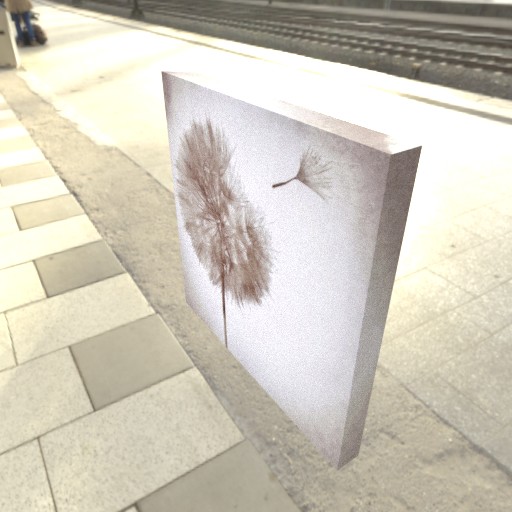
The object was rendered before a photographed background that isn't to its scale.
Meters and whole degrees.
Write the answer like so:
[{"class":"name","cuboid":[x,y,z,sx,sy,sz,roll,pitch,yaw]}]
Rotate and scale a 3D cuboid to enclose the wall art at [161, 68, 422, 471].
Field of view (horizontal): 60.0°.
[{"class":"wall art","cuboid":[0.000,0.000,0.440,0.028,0.303,0.303,-21,38,-29]}]
